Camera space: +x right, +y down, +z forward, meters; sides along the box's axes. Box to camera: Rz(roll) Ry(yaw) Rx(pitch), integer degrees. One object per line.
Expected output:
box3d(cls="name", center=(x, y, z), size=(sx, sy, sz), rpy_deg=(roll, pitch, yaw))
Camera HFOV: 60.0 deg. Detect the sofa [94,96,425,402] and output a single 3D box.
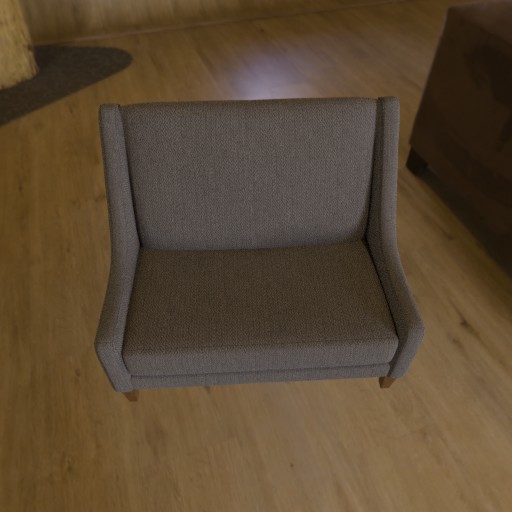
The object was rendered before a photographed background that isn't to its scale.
box3d(cls="sofa", center=(0.000, 0.000, 1.885), size=(1.242, 1.022, 0.873), rpy_deg=(-2, 46, -2))
